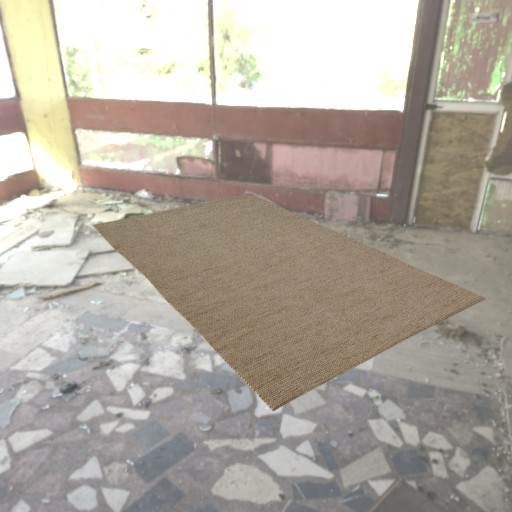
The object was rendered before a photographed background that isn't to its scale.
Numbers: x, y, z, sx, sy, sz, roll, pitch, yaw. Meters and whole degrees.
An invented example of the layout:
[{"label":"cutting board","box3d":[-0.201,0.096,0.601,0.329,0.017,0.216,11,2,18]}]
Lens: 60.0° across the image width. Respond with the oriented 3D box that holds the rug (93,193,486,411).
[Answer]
[{"label":"rug","box3d":[0.000,0.000,3.059,1.533,0.011,2.439,-17,30,-31]}]
